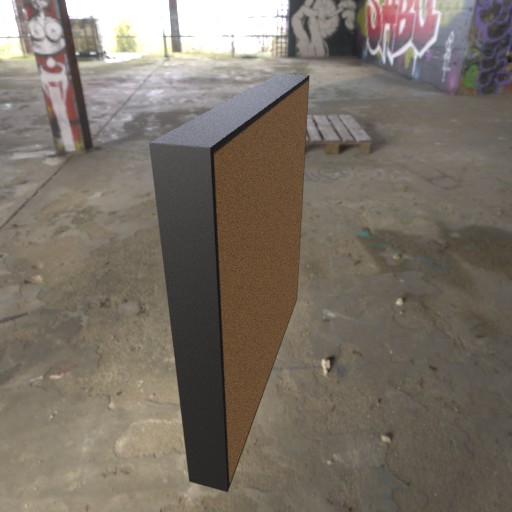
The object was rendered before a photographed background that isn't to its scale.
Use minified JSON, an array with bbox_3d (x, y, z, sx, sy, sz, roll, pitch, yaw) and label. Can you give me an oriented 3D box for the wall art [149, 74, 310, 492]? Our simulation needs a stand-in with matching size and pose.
[{"bbox_3d":[0.000,0.000,0.444,0.037,0.303,0.304,8,30,14],"label":"wall art"}]
